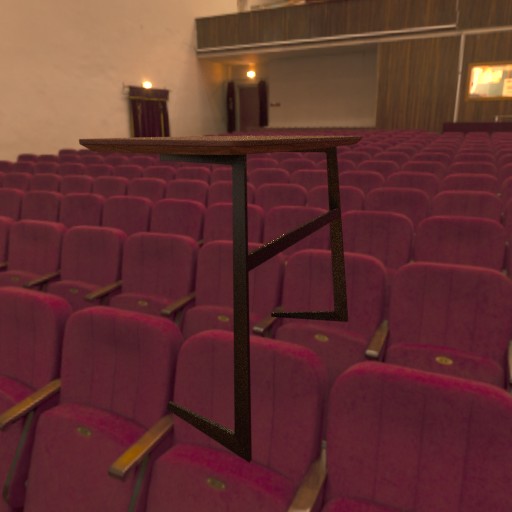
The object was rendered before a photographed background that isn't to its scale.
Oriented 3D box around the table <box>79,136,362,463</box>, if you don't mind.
[{"bbox_3d":[0.000,0.000,1.111,0.361,0.576,0.804,7,17,25],"label":"table"}]
